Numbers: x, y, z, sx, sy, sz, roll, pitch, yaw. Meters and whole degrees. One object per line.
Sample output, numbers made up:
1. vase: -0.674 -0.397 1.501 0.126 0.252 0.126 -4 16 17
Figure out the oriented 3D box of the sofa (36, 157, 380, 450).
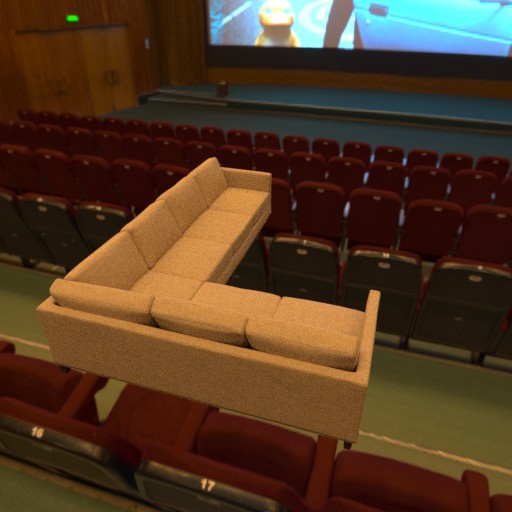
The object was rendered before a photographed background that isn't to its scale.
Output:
1. sofa: 0.000 0.000 4.360 2.432 0.863 3.182 9 33 15
